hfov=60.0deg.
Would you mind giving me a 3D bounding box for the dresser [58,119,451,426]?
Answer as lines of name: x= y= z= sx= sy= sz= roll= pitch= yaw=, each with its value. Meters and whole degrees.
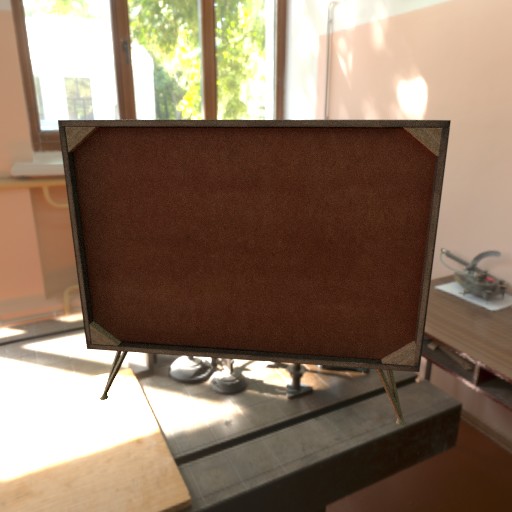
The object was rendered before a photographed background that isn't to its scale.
dresser: x=0.000 y=0.000 z=1.364 sx=0.923 sy=0.801 sz=0.453 roll=2 pitch=17 yaw=7
